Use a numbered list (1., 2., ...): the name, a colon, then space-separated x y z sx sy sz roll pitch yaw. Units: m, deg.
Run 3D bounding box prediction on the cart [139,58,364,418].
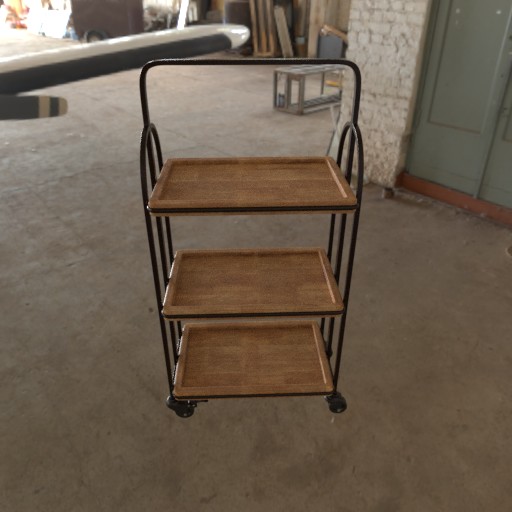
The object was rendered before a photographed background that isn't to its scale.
1. cart: 0.000 0.000 1.224 0.553 1.001 0.327 -1 31 -2
